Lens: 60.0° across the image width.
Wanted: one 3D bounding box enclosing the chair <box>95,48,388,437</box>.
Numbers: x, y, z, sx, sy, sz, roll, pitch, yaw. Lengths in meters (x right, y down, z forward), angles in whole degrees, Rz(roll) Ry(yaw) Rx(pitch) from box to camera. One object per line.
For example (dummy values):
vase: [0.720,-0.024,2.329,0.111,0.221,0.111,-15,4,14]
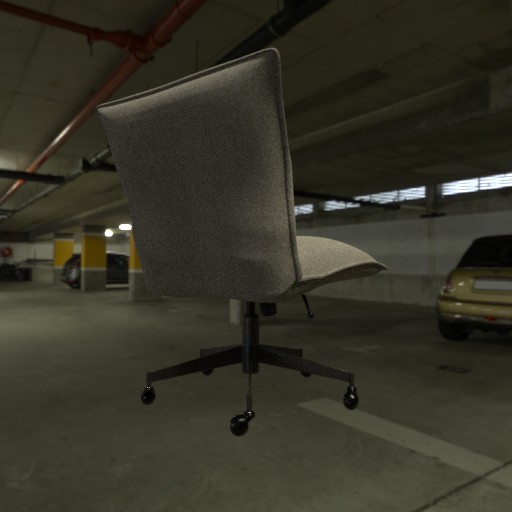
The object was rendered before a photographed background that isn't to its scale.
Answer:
chair: [0.000,0.000,1.285,0.597,0.811,0.696,-1,-1,37]
